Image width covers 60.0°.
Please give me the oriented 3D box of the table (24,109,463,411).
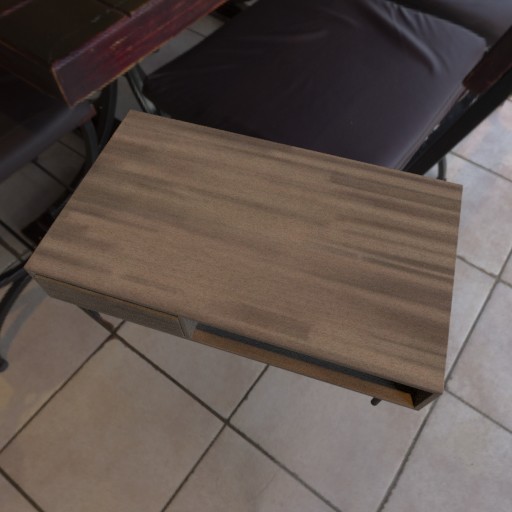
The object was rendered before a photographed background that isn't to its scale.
[{"bbox_3d":[0.000,0.000,1.389,1.088,0.347,0.643,15,60,9],"label":"table"}]
